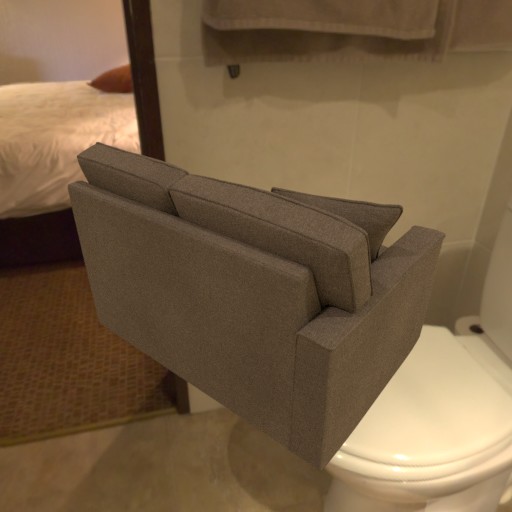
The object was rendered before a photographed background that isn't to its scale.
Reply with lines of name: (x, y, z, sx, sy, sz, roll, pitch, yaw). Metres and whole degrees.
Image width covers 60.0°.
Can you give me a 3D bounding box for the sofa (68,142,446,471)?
sofa: (0.000, 0.000, 2.066, 1.388, 0.989, 0.991, 22, 36, 33)
